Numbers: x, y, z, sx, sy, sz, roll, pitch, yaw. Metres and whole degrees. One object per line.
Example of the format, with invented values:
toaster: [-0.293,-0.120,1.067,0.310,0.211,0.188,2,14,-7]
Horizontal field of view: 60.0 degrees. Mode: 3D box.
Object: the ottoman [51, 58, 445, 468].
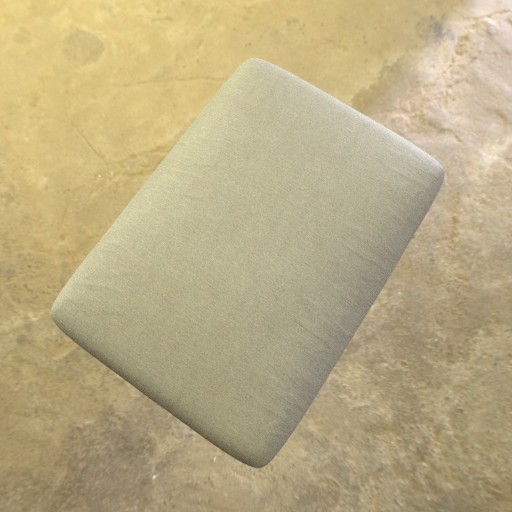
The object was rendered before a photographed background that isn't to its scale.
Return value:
ottoman: [0.000,0.000,1.025,0.528,0.404,0.735,33,78,8]
